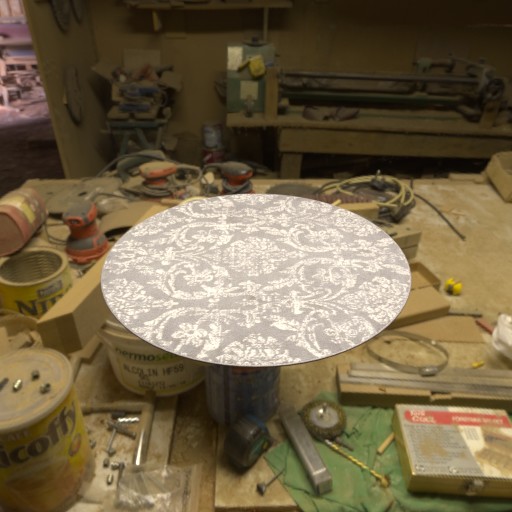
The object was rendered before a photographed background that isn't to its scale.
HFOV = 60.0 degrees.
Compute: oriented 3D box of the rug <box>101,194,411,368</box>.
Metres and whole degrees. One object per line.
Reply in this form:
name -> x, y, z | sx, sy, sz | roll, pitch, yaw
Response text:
rug -> 0.000, 0.000, 2.367 | 1.593, 0.012, 1.593 | 0, 32, 0
